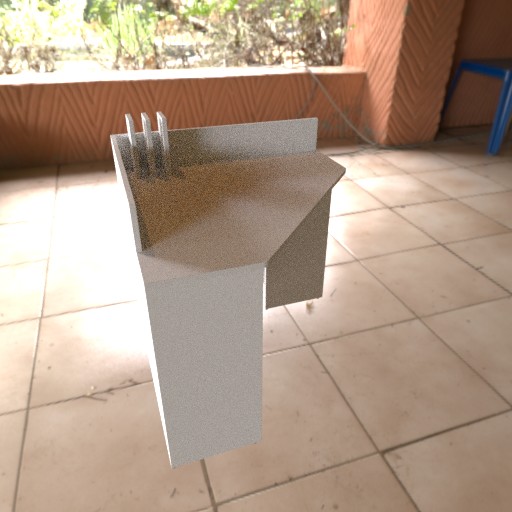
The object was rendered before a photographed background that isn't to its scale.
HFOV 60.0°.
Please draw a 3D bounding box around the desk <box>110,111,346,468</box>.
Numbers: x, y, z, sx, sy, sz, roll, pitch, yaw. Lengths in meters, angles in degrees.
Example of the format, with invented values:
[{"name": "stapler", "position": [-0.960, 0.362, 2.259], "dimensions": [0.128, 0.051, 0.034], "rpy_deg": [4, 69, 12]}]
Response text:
[{"name": "desk", "position": [0.000, 0.000, 1.782], "dimensions": [0.940, 0.986, 0.940], "rpy_deg": [-10, 31, -17]}]
